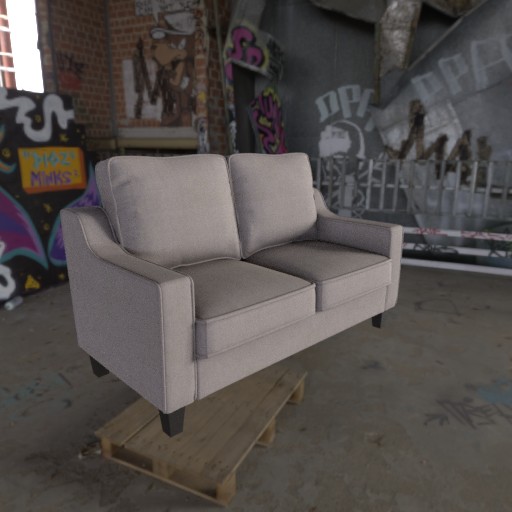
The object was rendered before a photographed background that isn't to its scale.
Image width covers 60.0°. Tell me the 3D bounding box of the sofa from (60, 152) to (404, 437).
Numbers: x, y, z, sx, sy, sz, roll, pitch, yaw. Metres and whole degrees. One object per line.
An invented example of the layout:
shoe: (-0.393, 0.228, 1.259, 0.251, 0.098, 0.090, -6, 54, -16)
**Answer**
sofa: (0.000, 0.000, 2.119, 1.500, 0.948, 0.791, -13, 19, -42)
